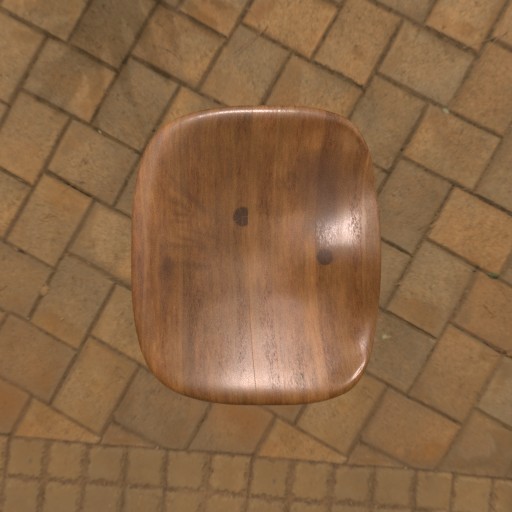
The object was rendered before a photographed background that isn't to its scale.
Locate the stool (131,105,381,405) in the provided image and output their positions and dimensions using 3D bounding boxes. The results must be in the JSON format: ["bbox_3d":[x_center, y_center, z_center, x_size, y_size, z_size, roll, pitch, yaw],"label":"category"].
[{"bbox_3d":[0.000,0.000,0.979,0.424,0.694,0.432,0,90,0],"label":"stool"}]
